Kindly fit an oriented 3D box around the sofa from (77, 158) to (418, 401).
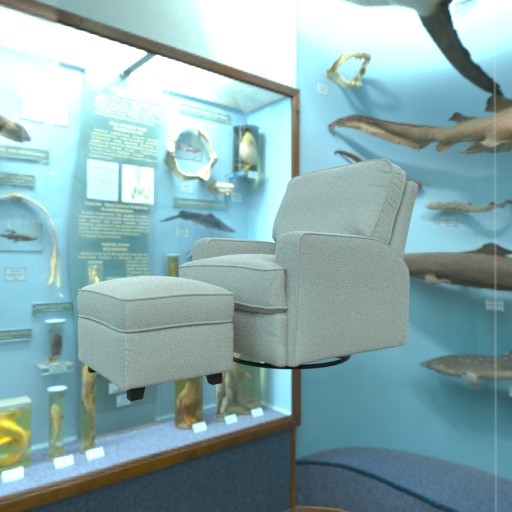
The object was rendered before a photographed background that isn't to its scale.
[{"bbox_3d":[0.000,0.000,2.057,1.472,0.959,0.861,0,0,-37],"label":"sofa"}]
